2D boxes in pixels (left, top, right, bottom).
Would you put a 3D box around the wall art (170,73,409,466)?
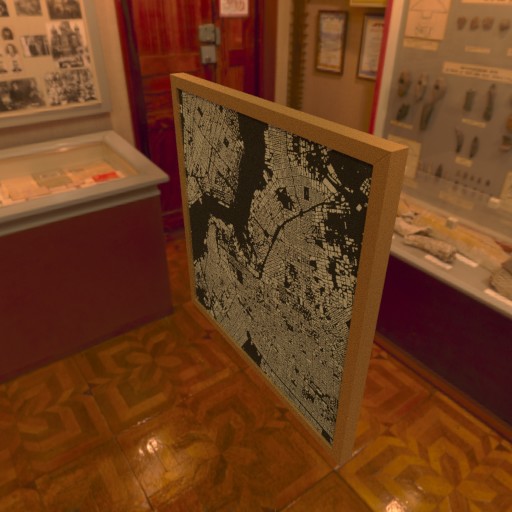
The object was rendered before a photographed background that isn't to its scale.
[{"bbox_3d":[0.000,0.000,2.839,0.099,1.926,1.926,-20,37,-28],"label":"wall art"}]
